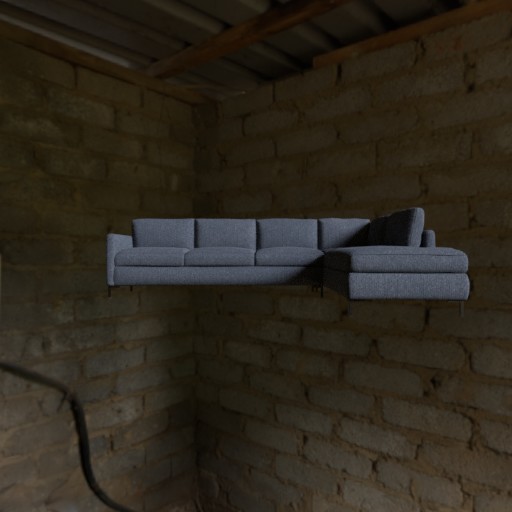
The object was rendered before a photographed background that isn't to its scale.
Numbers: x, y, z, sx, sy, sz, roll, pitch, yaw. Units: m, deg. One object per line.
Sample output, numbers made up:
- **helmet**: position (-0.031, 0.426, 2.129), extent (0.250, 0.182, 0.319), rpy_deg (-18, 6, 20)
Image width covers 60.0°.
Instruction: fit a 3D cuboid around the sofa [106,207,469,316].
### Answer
- **sofa**: position (0.000, 0.000, 4.011), extent (2.949, 0.815, 2.007), rpy_deg (0, 0, 1)
